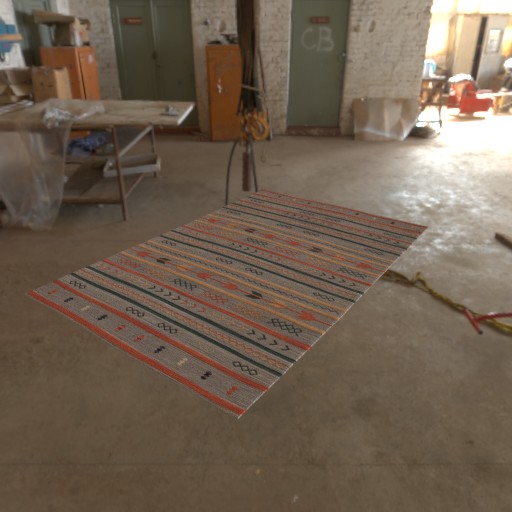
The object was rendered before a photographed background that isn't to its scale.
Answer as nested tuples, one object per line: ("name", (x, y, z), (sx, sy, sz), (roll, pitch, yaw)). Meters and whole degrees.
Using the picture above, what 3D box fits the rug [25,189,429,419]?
("rug", (0.000, 0.000, 2.308), (1.220, 0.017, 1.835), (18, 32, 32))
